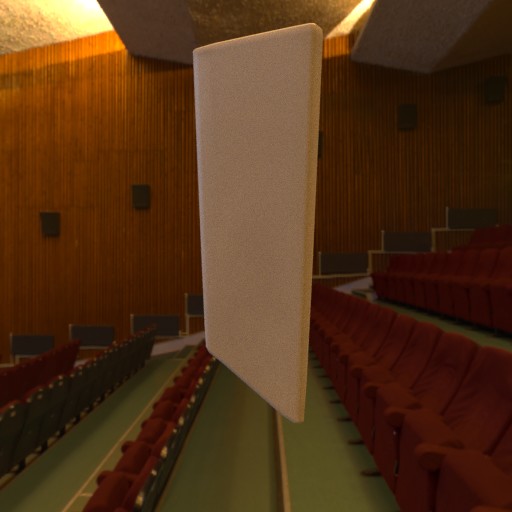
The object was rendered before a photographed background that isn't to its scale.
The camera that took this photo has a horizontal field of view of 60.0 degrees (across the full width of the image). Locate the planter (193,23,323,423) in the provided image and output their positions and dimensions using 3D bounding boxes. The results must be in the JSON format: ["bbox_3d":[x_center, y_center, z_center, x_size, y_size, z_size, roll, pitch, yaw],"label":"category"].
[{"bbox_3d":[0.000,0.000,0.262,0.060,0.197,0.150,0,0,0],"label":"planter"}]
